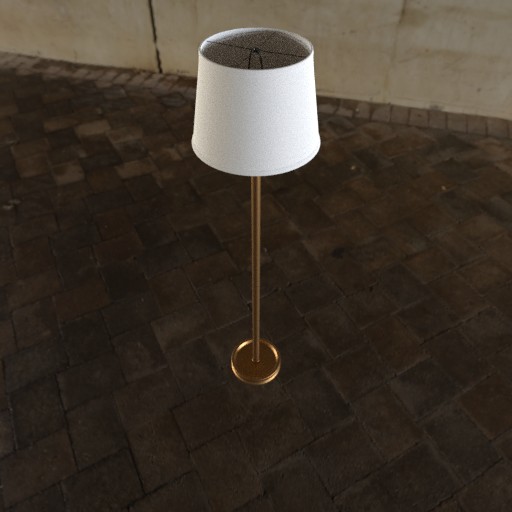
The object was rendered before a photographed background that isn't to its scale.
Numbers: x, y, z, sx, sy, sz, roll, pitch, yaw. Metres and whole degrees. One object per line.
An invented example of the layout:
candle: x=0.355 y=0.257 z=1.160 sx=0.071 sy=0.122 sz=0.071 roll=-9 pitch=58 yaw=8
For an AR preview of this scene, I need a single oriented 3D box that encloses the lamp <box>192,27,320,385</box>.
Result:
lamp: x=0.000 y=0.000 z=0.783 sx=0.178 sy=0.710 sz=0.178 roll=0 pitch=45 yaw=0
